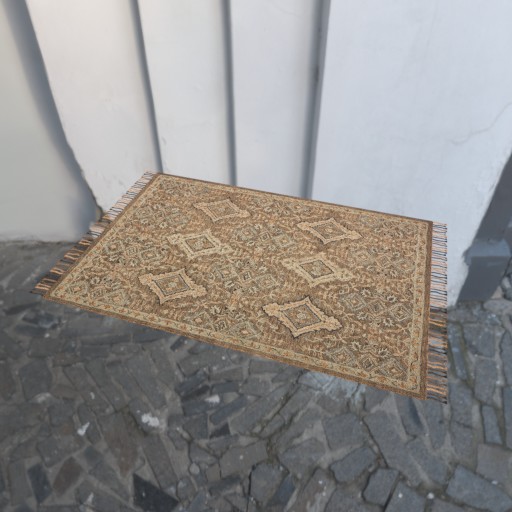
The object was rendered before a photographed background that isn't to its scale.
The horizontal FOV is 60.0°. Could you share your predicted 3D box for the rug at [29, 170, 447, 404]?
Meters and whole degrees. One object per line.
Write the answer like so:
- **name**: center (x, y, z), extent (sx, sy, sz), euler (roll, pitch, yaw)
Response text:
- **rug**: center (0.000, 0.000, 2.965), extent (2.434, 0.010, 1.516), euler (12, 43, 13)
